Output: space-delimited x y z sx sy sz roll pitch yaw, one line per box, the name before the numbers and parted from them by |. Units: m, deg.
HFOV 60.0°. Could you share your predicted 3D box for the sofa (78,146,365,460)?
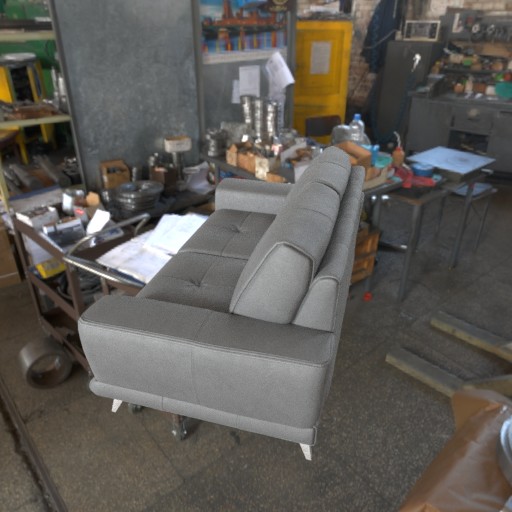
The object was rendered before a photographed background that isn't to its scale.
sofa | 0.000 0.000 2.399 1.018 0.907 1.806 8 30 14
